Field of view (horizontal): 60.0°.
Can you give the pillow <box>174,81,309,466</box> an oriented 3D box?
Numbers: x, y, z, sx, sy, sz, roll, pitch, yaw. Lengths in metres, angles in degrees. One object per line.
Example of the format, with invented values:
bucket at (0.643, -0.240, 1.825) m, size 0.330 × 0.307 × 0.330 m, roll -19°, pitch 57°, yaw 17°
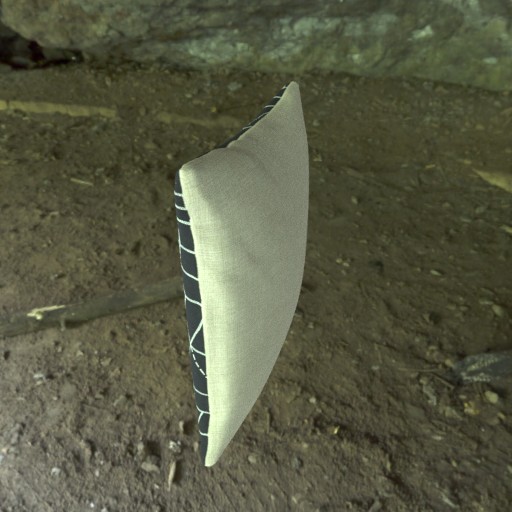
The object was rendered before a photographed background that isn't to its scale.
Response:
pillow at (0.000, 0.000, 0.791) m, size 0.158 × 0.508 × 0.517 m, roll 9°, pitch 32°, yaw 14°
